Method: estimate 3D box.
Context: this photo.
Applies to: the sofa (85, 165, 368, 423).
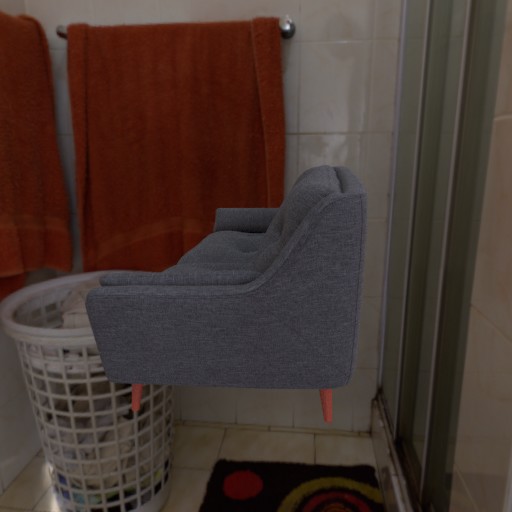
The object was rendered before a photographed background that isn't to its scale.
[{"bbox_3d":[0.000,0.000,2.324,0.975,0.896,1.929,2,14,8],"label":"sofa"}]
